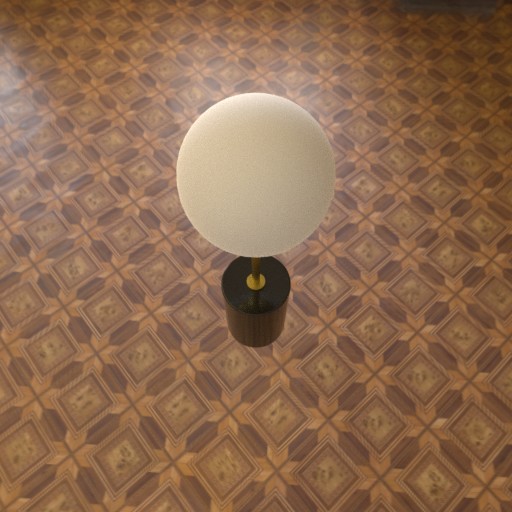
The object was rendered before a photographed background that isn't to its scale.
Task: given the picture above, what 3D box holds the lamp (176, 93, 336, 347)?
[{"bbox_3d":[0.000,0.000,0.576,0.153,0.480,0.153,0,62,0],"label":"lamp"}]
